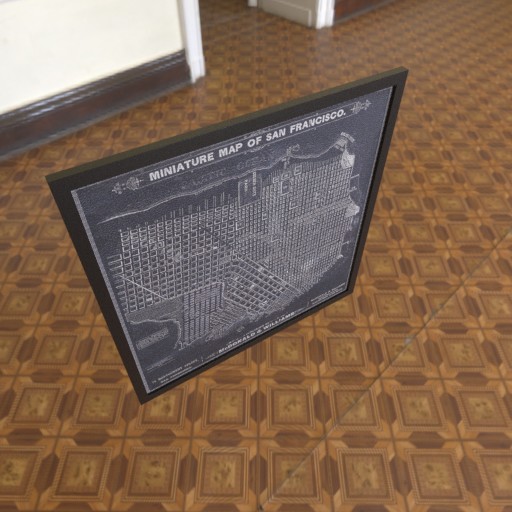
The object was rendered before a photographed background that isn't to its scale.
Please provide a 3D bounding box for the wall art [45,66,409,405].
[{"bbox_3d":[0.000,0.000,1.163,0.807,0.807,0.022,-24,51,-21],"label":"wall art"}]
